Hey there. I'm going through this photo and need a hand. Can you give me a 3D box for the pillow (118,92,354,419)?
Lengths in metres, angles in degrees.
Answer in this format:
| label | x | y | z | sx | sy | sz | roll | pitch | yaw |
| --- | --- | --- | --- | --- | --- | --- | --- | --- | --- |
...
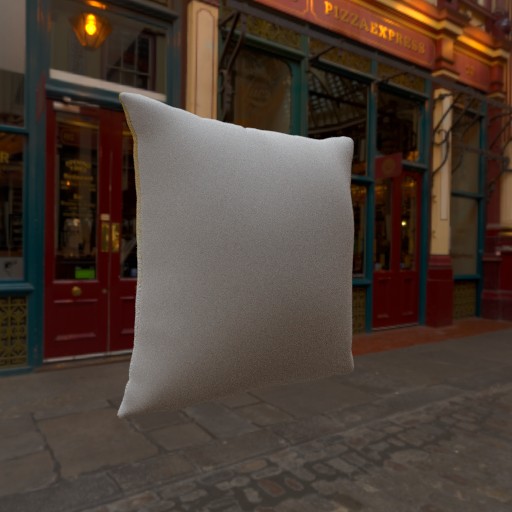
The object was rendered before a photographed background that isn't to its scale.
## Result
| label | x | y | z | sx | sy | sz | roll | pitch | yaw |
| --- | --- | --- | --- | --- | --- | --- | --- | --- | --- |
| pillow | 0.000 | 0.000 | 0.724 | 0.450 | 0.450 | 0.211 | 0 | 0 | -35 |
